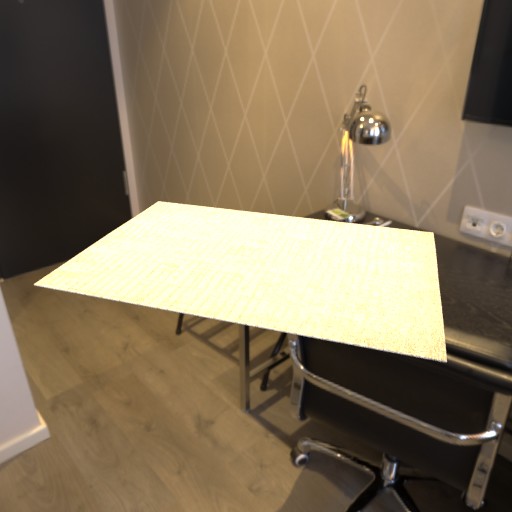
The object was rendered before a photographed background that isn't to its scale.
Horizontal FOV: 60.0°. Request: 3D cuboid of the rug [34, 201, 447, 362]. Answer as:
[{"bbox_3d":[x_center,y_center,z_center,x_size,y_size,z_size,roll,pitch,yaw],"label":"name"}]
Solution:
[{"bbox_3d":[0.000,0.000,2.357,1.827,0.007,1.211,8,28,16],"label":"rug"}]
